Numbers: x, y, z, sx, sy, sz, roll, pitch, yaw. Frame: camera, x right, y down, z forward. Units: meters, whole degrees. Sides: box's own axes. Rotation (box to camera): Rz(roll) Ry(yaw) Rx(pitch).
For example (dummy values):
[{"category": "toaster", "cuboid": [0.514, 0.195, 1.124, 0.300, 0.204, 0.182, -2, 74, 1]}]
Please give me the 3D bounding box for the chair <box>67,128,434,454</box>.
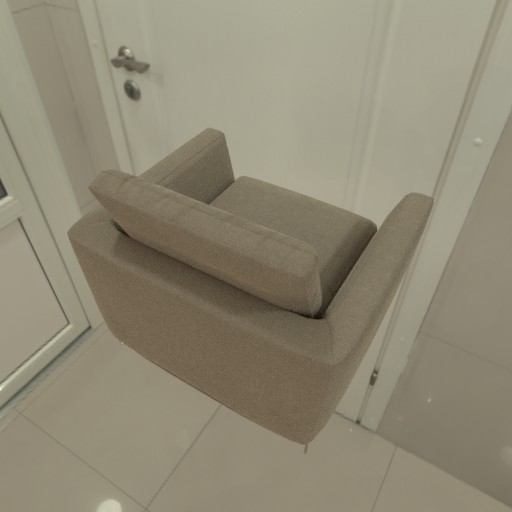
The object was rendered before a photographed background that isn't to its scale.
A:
[{"category": "chair", "cuboid": [0.000, 0.000, 1.688, 1.041, 0.864, 0.889, 23, 49, 22]}]
